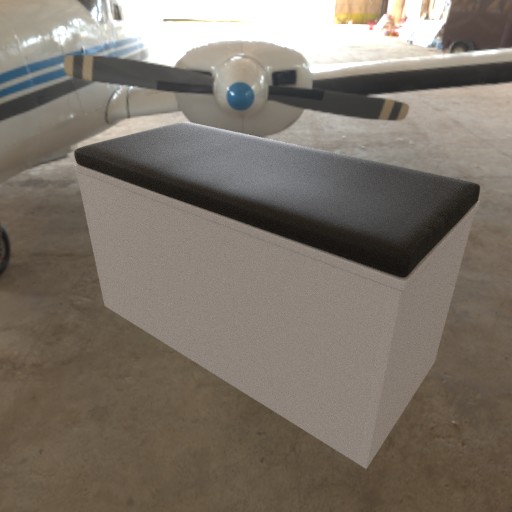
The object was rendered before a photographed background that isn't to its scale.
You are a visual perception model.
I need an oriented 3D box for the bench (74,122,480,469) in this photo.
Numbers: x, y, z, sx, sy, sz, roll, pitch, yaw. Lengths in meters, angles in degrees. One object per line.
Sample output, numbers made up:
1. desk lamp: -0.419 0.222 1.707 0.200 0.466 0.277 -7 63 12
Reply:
1. bench: 0.000 0.000 1.150 0.899 0.500 0.401 22 36 33
